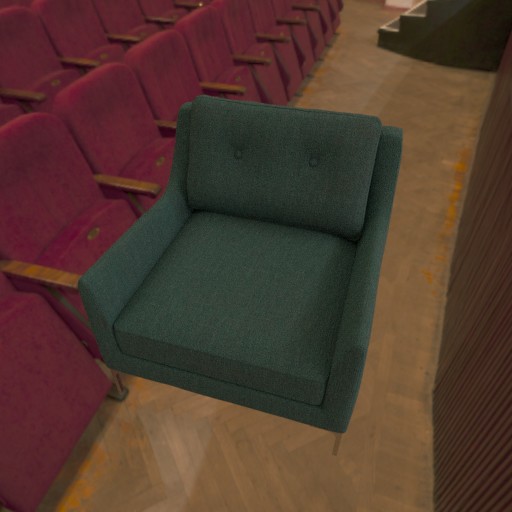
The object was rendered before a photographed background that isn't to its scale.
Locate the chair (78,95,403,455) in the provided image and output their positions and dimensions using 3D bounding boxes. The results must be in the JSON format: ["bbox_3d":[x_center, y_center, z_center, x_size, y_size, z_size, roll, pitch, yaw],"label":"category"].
[{"bbox_3d":[0.000,0.000,1.538,0.847,0.828,0.849,11,42,13],"label":"chair"}]
